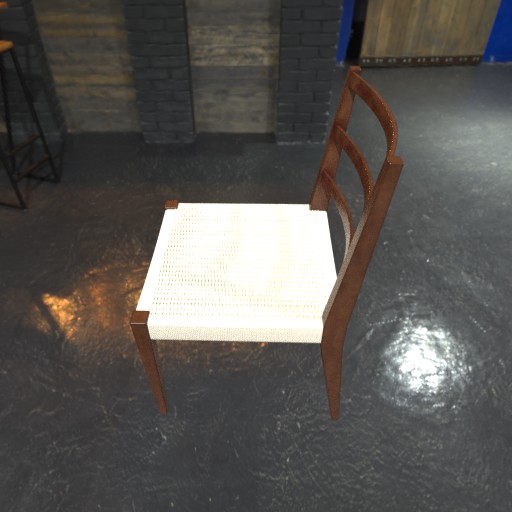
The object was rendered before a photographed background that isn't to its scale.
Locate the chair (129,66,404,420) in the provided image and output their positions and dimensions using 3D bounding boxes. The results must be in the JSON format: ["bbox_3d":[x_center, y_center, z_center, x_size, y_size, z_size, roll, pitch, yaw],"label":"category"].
[{"bbox_3d":[0.000,0.000,1.159,0.551,0.813,0.480,1,41,1],"label":"chair"}]
